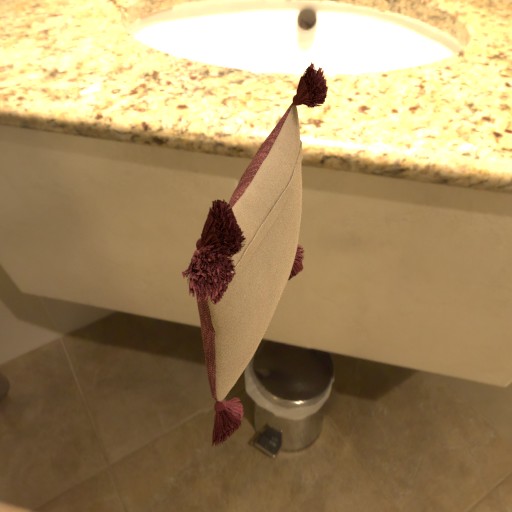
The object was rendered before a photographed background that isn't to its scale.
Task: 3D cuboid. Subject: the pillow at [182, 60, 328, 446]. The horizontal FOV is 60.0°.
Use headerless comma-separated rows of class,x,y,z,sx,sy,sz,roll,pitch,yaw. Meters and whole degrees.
pillow,0.000,0.000,0.962,0.138,0.659,0.641,16,49,14
